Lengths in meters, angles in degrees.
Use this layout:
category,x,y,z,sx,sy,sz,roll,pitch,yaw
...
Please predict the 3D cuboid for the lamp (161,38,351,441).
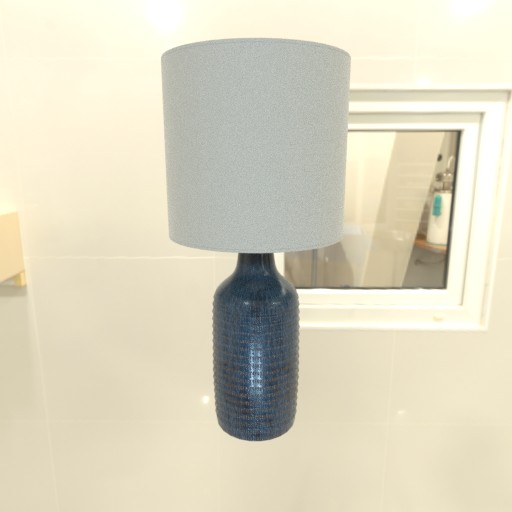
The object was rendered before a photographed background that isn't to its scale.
category,x,y,z,sx,sy,sz,roll,pitch,yaw
lamp,0.000,0.000,0.579,0.220,0.475,0.220,-2,13,-7
